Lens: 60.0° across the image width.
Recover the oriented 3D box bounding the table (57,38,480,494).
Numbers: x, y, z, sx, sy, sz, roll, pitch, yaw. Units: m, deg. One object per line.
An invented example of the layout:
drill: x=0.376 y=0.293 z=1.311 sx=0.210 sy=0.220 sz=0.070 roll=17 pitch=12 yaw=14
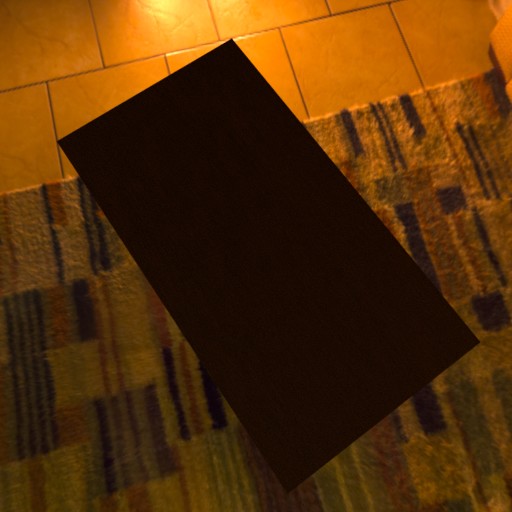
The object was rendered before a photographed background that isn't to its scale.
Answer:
table: x=0.000 y=0.000 z=1.380 sx=0.597 sy=0.424 sz=1.099 roll=-34 pitch=78 yaw=-8
